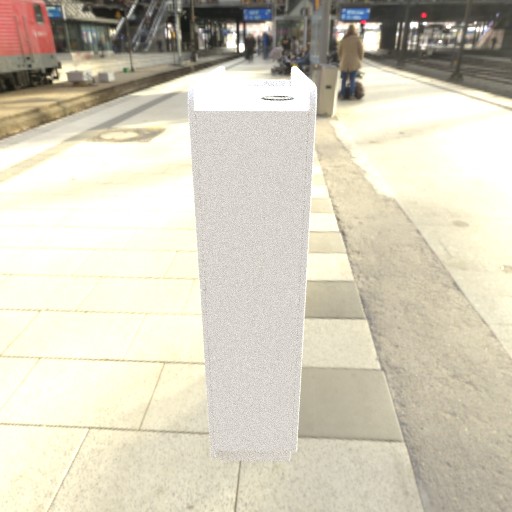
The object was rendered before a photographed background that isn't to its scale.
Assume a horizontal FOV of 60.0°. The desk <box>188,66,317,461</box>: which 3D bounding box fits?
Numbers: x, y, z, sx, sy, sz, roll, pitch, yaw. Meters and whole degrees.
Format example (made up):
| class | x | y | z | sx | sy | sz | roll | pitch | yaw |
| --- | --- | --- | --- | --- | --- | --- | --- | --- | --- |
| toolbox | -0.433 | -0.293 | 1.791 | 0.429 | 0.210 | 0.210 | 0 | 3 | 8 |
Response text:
| class | x | y | z | sx | sy | sz | roll | pitch | yaw |
| --- | --- | --- | --- | --- | --- | --- | --- | --- | --- |
| desk | 0.000 | 0.000 | 1.555 | 0.278 | 1.190 | 0.795 | 1 | 26 | 1 |
